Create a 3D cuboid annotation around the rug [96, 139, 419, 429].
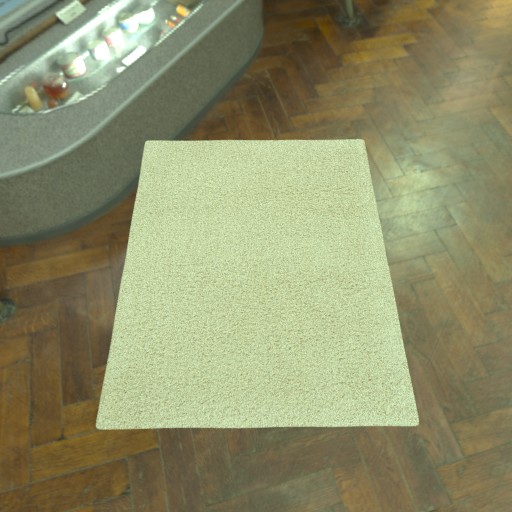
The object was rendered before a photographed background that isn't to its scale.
[{"bbox_3d":[0.000,0.000,4.138,2.438,0.029,3.047,0,58,0],"label":"rug"}]
